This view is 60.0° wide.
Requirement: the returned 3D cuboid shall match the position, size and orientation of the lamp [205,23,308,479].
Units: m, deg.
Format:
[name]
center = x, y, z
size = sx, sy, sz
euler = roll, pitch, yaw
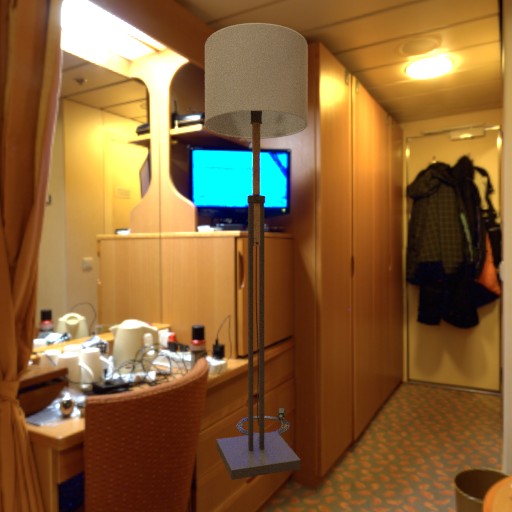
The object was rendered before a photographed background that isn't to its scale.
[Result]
[lamp]
center = 0.000, 0.000, 1.897
size = 0.474, 1.650, 0.639
euler = 0, 1, -17
